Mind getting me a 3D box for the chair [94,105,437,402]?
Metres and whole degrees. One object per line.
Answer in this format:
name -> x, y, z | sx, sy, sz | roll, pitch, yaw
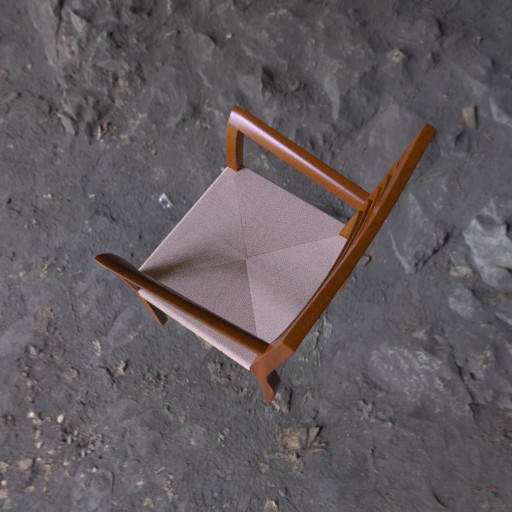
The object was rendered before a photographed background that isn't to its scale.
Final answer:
chair -> 0.000, 0.000, 1.250 | 0.540, 0.855, 0.587 | 31, 68, 14
